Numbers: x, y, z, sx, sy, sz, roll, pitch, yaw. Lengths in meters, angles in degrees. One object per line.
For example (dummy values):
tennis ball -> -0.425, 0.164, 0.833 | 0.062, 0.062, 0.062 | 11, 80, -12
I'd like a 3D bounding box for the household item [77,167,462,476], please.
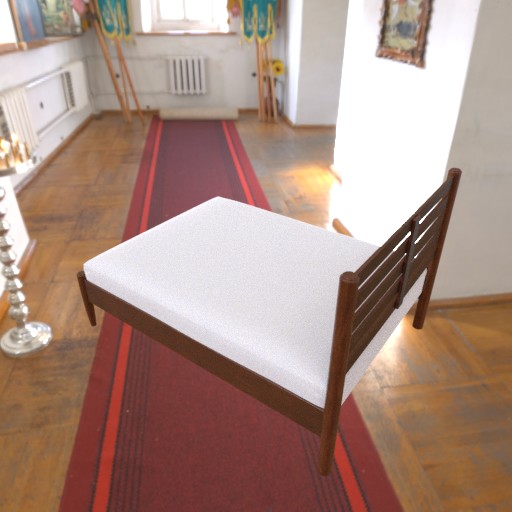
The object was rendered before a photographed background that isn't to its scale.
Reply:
household item -> 0.000, 0.000, 3.309 | 2.232, 1.356, 1.663 | 21, 37, 30
